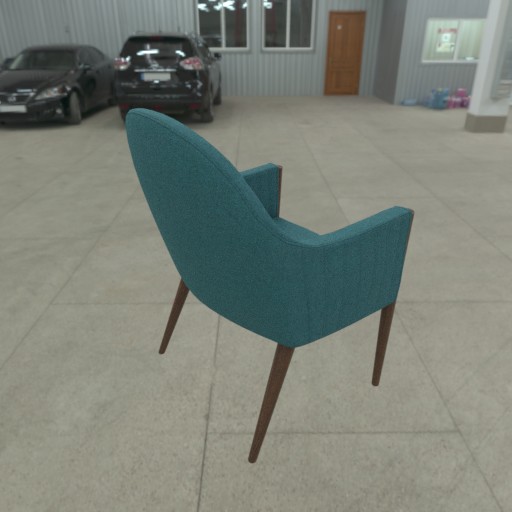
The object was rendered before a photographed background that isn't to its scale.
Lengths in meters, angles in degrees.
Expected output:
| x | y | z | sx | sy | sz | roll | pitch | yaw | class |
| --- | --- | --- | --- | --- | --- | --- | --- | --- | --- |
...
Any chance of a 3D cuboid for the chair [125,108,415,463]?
| x | y | z | sx | sy | sz | roll | pitch | yaw | class |
| --- | --- | --- | --- | --- | --- | --- | --- | --- | --- |
| 0.000 | 0.000 | 1.355 | 0.652 | 0.907 | 0.656 | -18 | 31 | -32 | chair |
